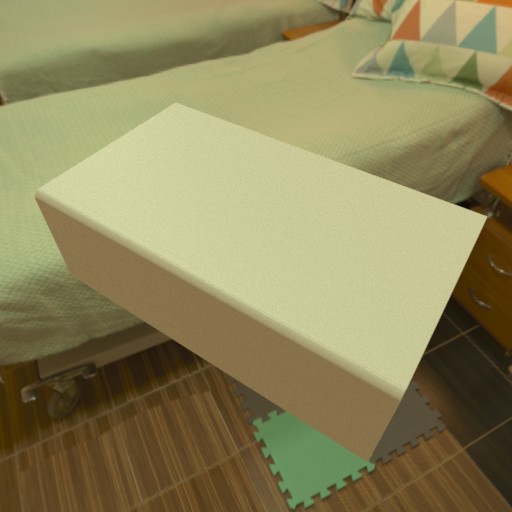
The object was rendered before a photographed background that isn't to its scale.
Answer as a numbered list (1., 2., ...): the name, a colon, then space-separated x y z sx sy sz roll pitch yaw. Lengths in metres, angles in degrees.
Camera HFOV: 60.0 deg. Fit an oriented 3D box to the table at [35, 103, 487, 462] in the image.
1. table: 0.000 0.000 1.387 1.097 0.442 0.639 26 52 22
